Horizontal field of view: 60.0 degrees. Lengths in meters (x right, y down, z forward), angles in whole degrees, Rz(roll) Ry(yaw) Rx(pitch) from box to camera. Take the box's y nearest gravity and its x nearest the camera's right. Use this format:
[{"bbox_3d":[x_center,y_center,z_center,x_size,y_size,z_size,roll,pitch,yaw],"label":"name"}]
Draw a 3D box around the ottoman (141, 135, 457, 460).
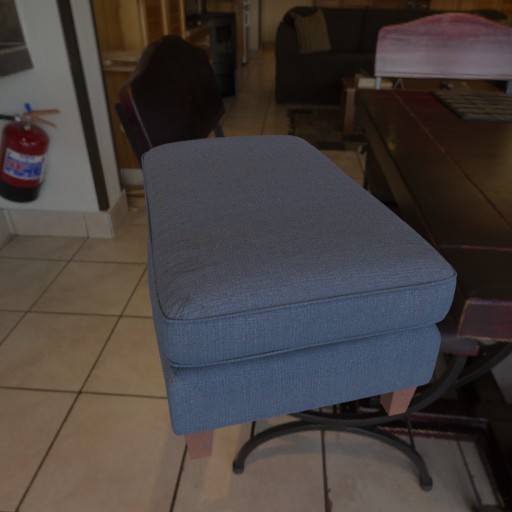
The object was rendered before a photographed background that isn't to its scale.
[{"bbox_3d":[0.000,0.000,1.176,0.570,0.438,0.885,-7,32,-12],"label":"ottoman"}]
